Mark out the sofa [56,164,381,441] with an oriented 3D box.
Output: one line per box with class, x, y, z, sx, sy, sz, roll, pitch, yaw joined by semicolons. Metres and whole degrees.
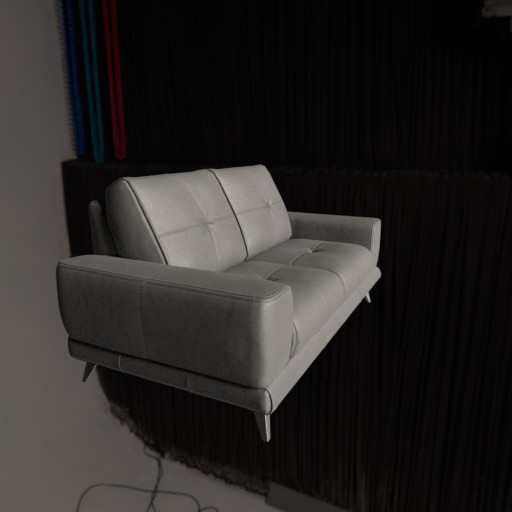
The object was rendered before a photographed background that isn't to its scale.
sofa;0.000;0.000;2.392;1.018;0.907;1.806;7;16;26
